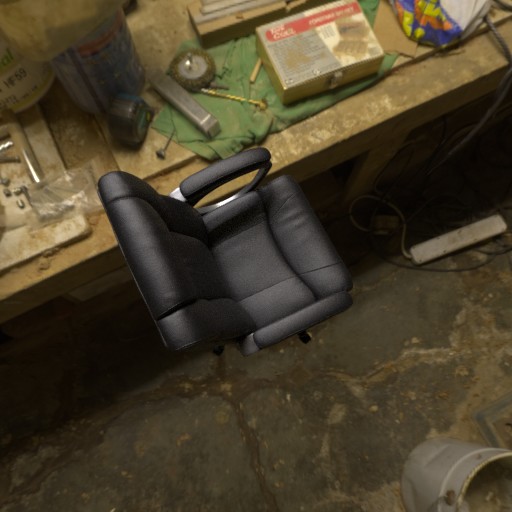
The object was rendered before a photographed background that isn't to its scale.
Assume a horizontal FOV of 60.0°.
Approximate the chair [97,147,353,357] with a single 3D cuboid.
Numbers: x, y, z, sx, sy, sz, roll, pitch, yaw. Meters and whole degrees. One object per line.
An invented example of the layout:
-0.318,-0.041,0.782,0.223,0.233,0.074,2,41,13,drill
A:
0.000,0.000,1.639,0.719,1.130,0.721,-25,77,-6,chair
